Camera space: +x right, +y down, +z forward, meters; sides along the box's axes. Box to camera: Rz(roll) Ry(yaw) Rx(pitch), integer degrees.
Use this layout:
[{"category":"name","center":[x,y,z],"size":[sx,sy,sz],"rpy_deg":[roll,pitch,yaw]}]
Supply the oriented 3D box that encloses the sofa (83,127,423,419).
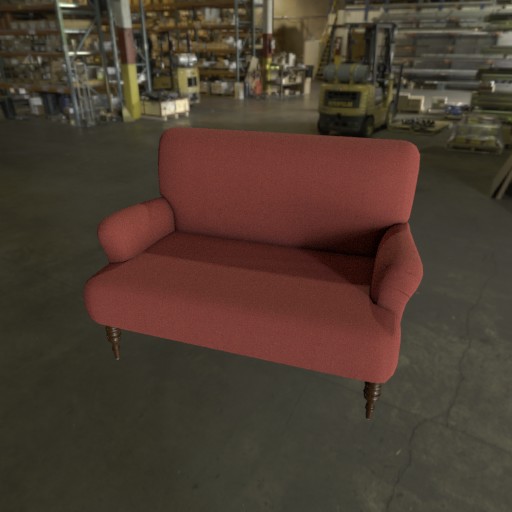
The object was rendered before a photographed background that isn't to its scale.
[{"category":"sofa","center":[0.000,0.000,1.860],"size":[1.297,0.889,0.779],"rpy_deg":[8,27,17]}]
